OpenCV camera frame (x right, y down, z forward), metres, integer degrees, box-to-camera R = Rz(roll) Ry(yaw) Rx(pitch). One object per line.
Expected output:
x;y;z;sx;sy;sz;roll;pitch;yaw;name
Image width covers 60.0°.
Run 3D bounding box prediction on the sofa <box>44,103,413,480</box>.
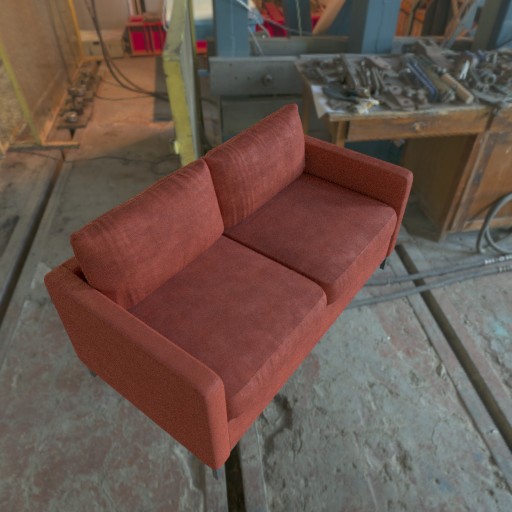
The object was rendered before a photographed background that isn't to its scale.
0.000;0.000;2.083;0.864;0.896;1.574;26;48;27;sofa
